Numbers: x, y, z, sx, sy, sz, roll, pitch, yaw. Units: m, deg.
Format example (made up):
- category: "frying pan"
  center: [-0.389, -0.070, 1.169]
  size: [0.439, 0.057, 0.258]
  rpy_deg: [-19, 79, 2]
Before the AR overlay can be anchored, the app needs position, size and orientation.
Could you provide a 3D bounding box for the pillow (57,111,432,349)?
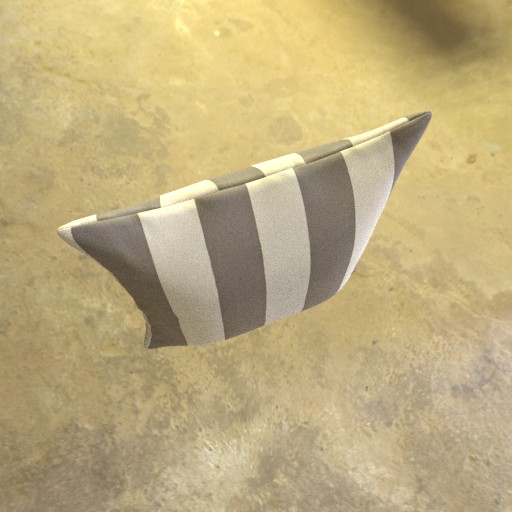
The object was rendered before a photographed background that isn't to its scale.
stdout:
- category: "pillow"
  center: [0.000, 0.000, 0.794]
  size: [0.522, 0.507, 0.192]
  rpy_deg: [-19, 64, -10]
